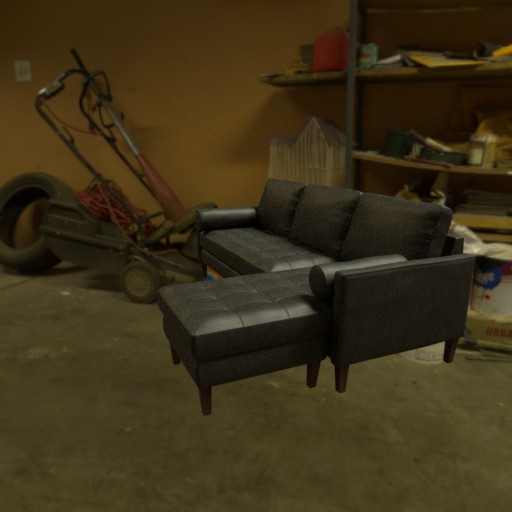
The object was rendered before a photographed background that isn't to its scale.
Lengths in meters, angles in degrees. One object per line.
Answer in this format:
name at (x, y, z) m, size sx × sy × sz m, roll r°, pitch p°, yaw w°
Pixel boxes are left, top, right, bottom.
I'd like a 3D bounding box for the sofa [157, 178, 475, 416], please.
sofa at (0.000, 0.000, 2.963) m, size 1.497 × 0.876 × 2.178 m, roll -7°, pitch 16°, yaw -24°
